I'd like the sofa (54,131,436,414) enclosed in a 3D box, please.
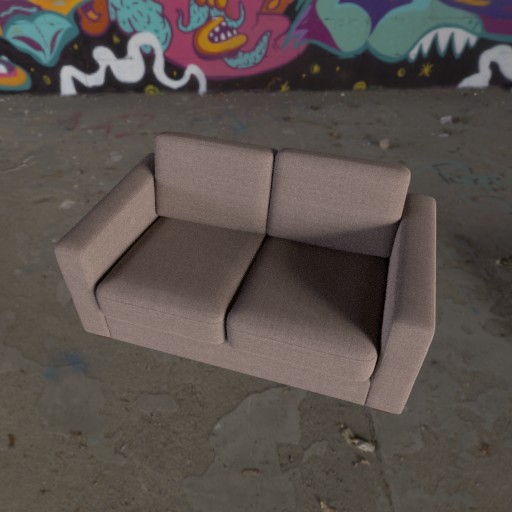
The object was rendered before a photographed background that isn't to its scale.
[{"bbox_3d":[0.000,0.000,2.049,1.520,0.800,0.900,11,42,13],"label":"sofa"}]
